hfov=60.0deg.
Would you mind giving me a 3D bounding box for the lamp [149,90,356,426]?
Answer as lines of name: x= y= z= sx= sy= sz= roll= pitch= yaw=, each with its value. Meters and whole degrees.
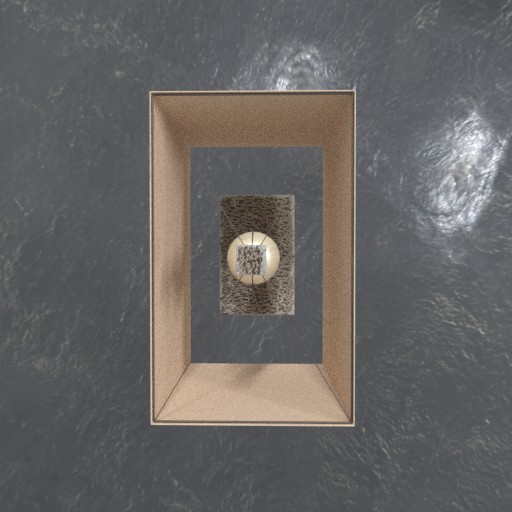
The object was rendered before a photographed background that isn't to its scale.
lamp: x=0.000 y=0.000 z=0.566 sx=0.180 sy=0.411 sz=0.294 roll=0 pitch=91 yaw=1
